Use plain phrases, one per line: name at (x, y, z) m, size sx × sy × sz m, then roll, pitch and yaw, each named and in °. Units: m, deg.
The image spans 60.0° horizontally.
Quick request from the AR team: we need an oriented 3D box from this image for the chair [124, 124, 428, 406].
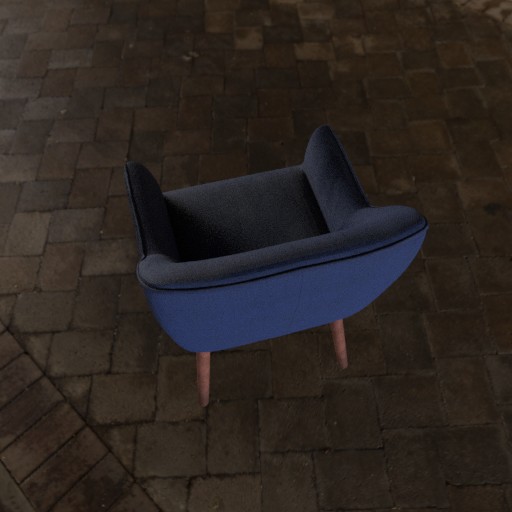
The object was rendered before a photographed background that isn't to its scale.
chair at (0.000, 0.000, 1.222) m, size 0.600 × 0.820 × 0.600 m, roll -13°, pitch 59°, yaw -8°
